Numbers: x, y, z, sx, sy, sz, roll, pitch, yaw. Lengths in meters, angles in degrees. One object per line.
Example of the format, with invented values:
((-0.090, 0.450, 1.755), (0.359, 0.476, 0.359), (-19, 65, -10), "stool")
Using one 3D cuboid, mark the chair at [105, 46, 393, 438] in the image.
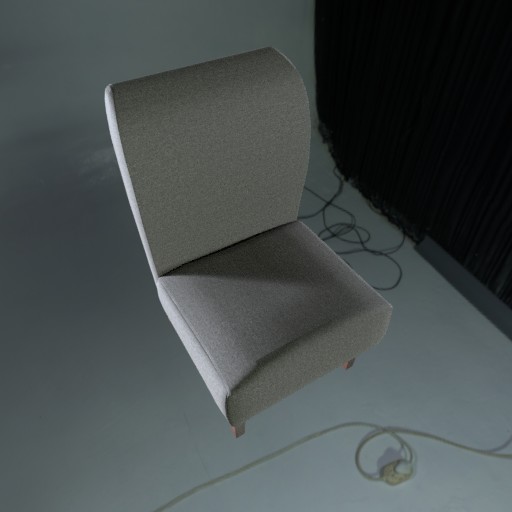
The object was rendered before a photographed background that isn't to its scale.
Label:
((0.000, 0.000, 1.167), (0.513, 0.804, 0.592), (-25, 51, -22), "chair")
